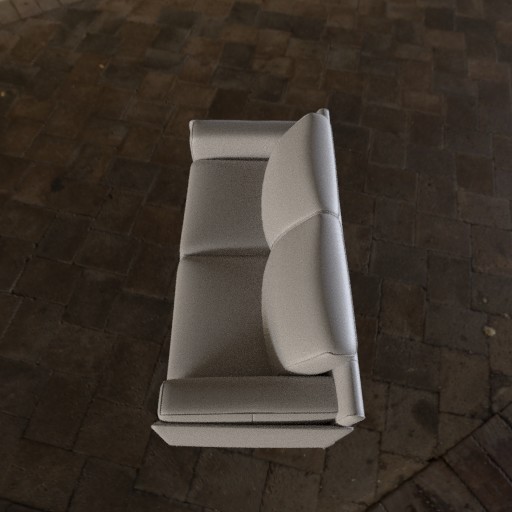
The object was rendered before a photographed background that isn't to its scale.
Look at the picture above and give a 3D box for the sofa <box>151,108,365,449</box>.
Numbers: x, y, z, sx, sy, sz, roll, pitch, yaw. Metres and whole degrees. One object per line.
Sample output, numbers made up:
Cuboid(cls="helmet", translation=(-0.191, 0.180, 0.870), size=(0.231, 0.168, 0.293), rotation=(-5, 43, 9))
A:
Cuboid(cls="sofa", translation=(0.000, 0.000, 2.688), size=(1.049, 0.930, 2.101), rotation=(0, 58, 0))
